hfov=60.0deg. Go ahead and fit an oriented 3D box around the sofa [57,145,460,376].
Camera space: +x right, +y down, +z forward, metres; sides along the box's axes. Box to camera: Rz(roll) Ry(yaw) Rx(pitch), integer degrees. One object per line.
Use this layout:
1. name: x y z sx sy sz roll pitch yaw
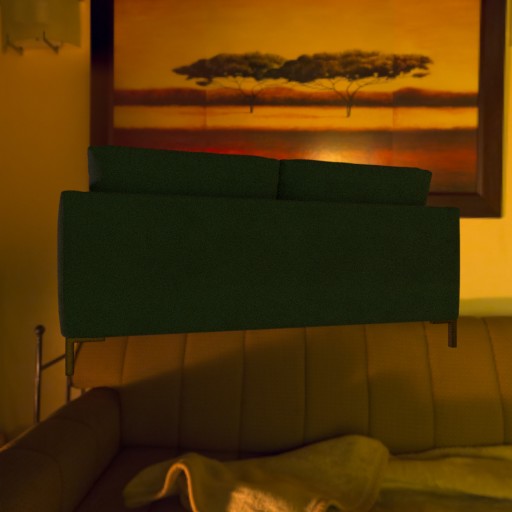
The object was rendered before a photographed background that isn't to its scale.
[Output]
1. sofa: 0.000 0.000 2.135 1.676 0.817 0.875 0 0 -17
